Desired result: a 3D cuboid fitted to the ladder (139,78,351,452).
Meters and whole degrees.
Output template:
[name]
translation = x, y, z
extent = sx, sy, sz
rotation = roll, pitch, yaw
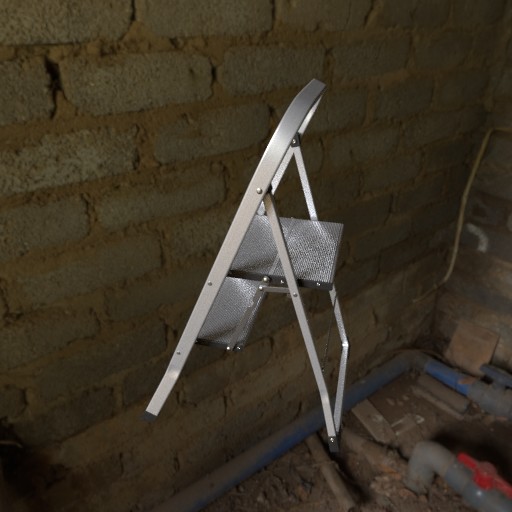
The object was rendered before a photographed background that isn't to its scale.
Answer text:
[ladder]
translation = 0.000, 0.000, 1.128
extent = 0.530, 0.830, 0.465
rotation = 7, 30, 12
